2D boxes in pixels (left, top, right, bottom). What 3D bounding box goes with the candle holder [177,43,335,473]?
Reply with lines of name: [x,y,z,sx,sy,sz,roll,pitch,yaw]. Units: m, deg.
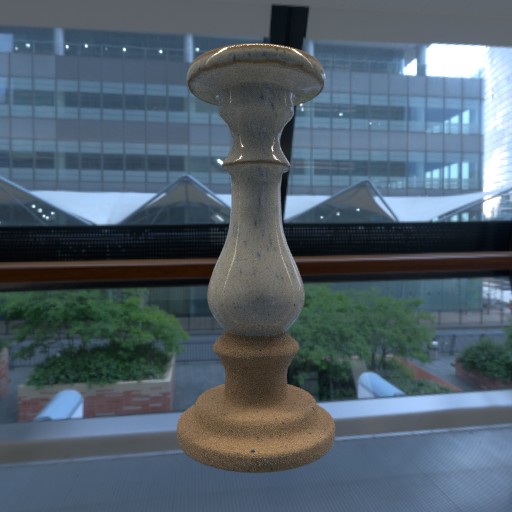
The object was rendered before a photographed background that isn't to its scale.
candle holder: [0.000,0.000,0.247,0.088,0.203,0.088,0,1,0]
